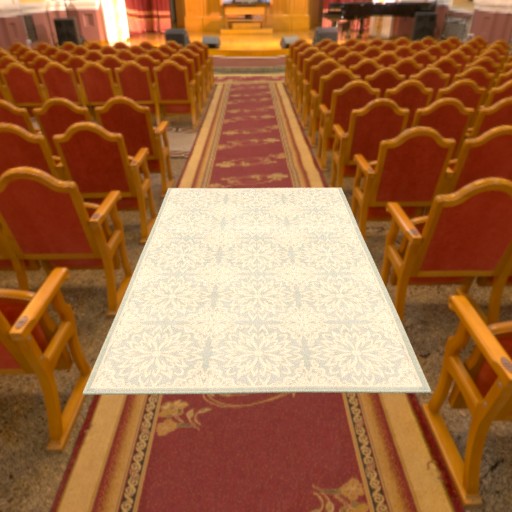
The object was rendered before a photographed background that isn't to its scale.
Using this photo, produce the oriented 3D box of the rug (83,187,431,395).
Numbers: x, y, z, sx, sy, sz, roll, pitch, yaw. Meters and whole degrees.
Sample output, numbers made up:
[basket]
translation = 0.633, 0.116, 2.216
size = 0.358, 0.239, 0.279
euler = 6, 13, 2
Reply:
[rug]
translation = 0.000, 0.000, 2.330
size = 1.219, 0.012, 1.840
euler = 0, 31, 0
